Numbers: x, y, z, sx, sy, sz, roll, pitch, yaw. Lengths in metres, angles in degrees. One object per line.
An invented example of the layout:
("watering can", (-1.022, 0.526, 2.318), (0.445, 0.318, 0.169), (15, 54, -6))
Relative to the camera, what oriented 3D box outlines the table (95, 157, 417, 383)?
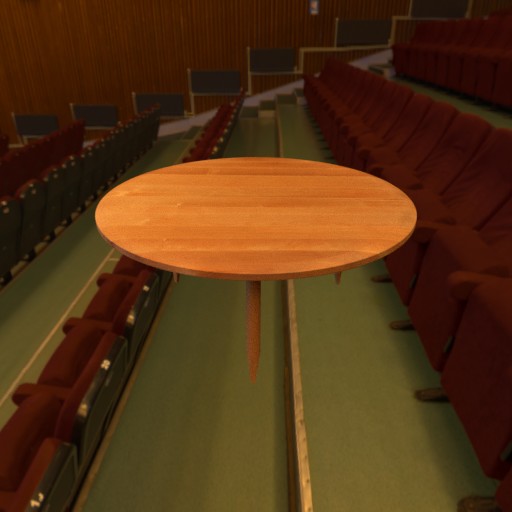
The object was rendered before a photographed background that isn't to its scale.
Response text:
("table", (0.000, 0.000, 1.392), (0.900, 0.400, 0.900), (0, 27, 0))
